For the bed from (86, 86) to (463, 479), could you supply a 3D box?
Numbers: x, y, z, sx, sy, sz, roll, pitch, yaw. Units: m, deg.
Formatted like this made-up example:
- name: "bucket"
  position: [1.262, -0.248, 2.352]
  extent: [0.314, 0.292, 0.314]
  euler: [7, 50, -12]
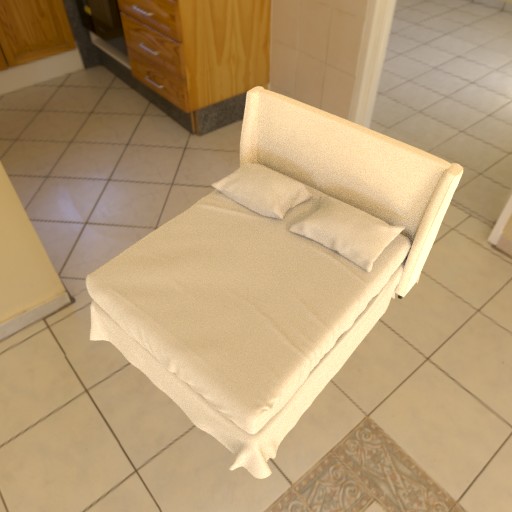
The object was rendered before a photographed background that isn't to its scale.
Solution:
- name: "bed"
  position: [0.000, 0.000, 3.386]
  extent: [1.925, 1.332, 2.276]
  euler: [32, 54, 26]
